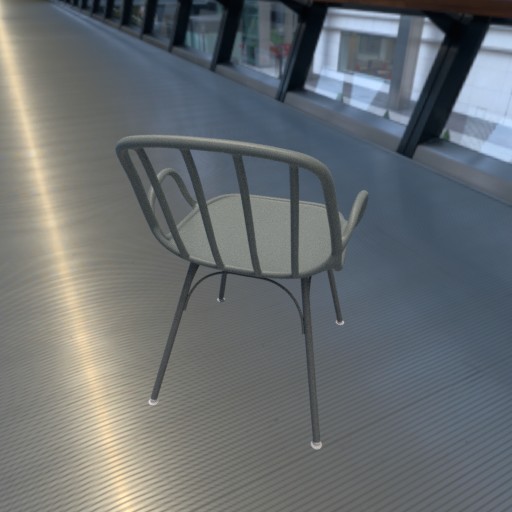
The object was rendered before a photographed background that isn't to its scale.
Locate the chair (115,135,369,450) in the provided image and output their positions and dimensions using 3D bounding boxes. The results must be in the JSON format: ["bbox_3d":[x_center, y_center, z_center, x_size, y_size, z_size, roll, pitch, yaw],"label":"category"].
[{"bbox_3d":[0.000,0.000,1.220,0.549,0.816,0.597,9,33,15],"label":"chair"}]
